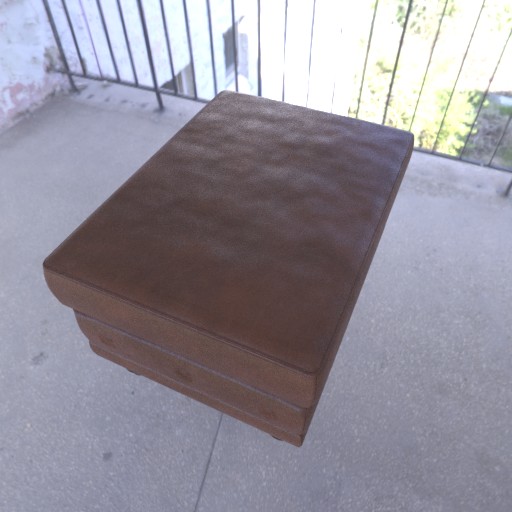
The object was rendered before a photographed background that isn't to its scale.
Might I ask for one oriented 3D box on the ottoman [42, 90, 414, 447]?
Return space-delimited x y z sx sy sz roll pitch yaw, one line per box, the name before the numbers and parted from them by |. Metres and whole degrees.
ottoman | 0.000 0.000 1.183 0.588 0.509 0.795 19 50 16
